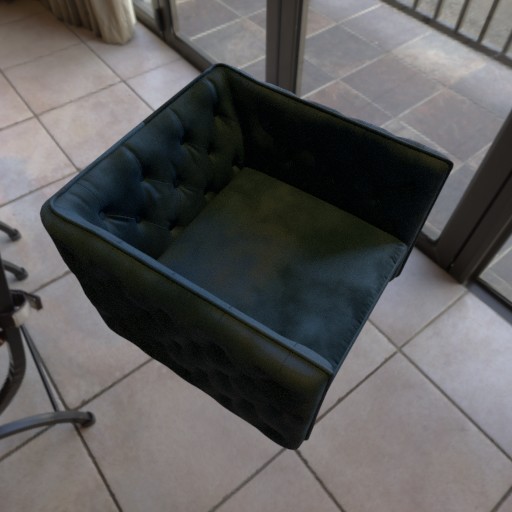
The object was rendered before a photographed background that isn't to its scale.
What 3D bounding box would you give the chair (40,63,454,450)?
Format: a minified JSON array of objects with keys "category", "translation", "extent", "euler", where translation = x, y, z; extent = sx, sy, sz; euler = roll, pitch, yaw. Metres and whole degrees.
[{"category":"chair","translation":[0.000,0.000,1.519],"extent":[0.877,0.771,0.868],"euler":[28,60,18]}]
